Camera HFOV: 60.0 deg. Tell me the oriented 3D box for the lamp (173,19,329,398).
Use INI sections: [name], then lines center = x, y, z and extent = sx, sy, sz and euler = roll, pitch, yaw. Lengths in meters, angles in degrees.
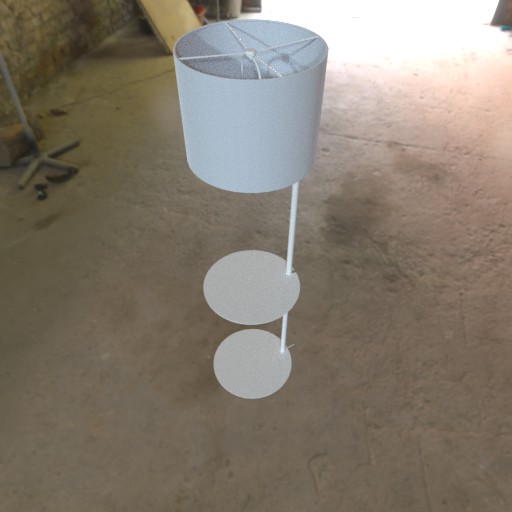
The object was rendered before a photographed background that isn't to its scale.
[lamp]
center = 0.000, 0.000, 1.597
extent = 0.405, 1.465, 0.372
euler = -16, 48, -15
